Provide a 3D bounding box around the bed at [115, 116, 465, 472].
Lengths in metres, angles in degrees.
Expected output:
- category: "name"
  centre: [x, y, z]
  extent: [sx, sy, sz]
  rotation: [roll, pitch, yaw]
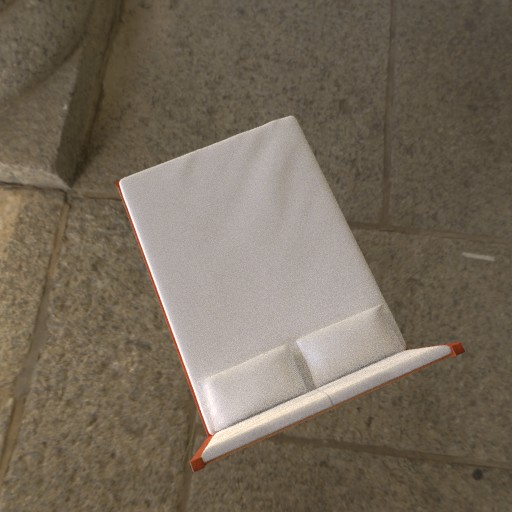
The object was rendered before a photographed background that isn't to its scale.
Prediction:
- category: "bed"
  centre: [0.000, 0.000, 3.104]
  extent: [1.566, 1.165, 2.117]
  rotation: [-22, 77, -6]
